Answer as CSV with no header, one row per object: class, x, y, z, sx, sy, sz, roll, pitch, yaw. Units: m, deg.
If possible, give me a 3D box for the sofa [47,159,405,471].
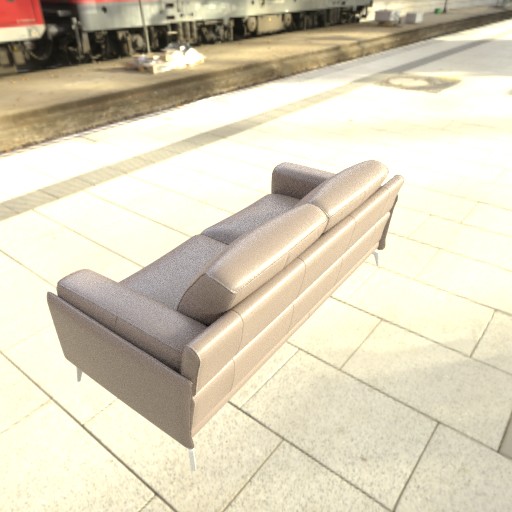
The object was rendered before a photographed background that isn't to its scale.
sofa,0.000,0.000,2.598,1.049,0.930,2.101,21,38,30
